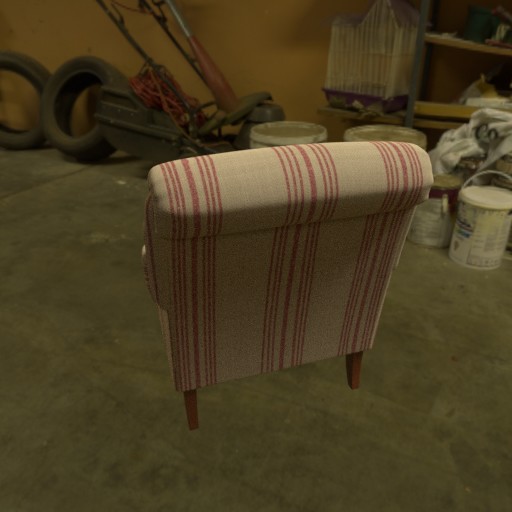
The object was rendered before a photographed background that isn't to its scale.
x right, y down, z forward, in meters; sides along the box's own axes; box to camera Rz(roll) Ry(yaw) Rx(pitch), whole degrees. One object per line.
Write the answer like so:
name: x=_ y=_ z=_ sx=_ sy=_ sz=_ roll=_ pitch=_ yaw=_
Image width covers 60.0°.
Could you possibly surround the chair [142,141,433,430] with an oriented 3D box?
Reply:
chair: x=0.000 y=0.000 z=1.894 sx=0.933 sy=1.123 sz=1.058 roll=-9 pitch=29 yaw=-16
